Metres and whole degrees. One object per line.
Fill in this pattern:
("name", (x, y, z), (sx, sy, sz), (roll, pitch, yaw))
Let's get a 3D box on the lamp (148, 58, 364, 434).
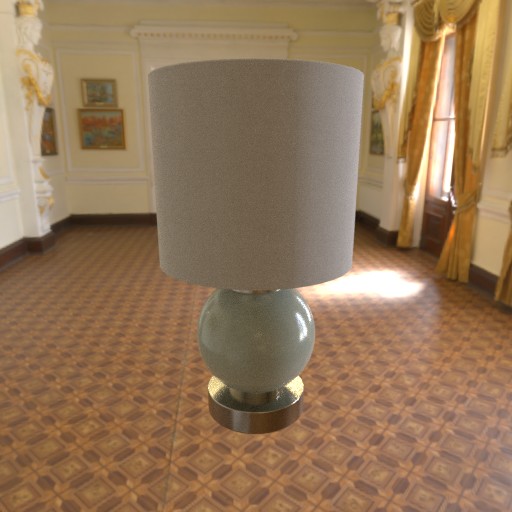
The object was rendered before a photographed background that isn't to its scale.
("lamp", (0.000, 0.000, 0.467), (0.201, 0.353, 0.201), (2, 15, 8))
